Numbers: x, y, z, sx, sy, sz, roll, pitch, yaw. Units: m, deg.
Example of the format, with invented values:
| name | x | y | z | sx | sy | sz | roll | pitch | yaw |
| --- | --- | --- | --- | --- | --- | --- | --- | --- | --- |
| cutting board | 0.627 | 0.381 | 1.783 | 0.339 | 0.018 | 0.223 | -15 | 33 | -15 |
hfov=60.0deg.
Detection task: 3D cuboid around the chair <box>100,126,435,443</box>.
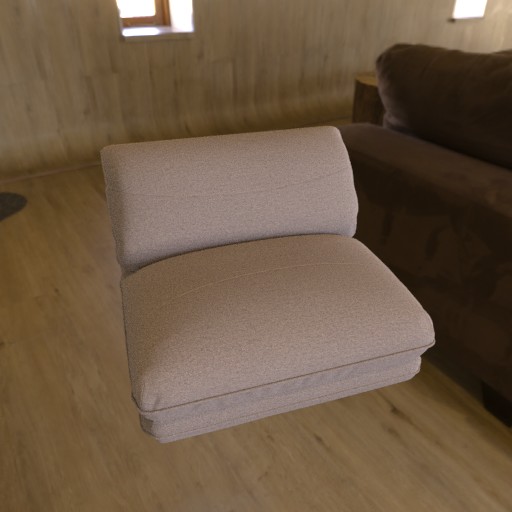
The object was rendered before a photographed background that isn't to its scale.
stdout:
| name | x | y | z | sx | sy | sz | roll | pitch | yaw |
| --- | --- | --- | --- | --- | --- | --- | --- | --- | --- |
| chair | 0.000 | 0.000 | 1.341 | 0.820 | 0.580 | 0.780 | -9 | 33 | -15 |
